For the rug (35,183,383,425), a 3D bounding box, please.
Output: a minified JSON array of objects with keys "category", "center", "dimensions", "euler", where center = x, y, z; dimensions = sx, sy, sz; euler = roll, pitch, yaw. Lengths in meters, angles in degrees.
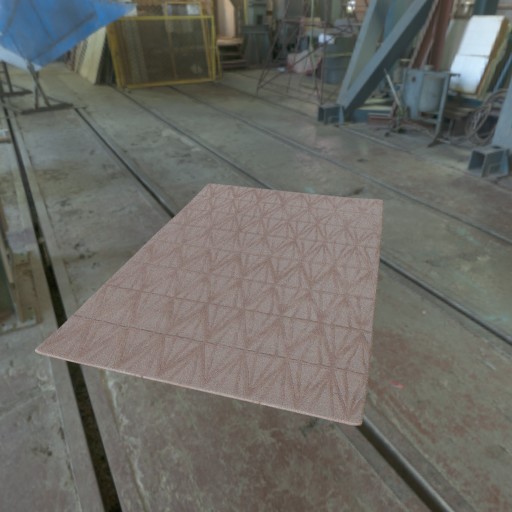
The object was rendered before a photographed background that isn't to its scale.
[{"category":"rug","center":[0.000,0.000,2.288],"dimensions":[1.230,0.025,1.837],"euler":[8,31,14]}]
